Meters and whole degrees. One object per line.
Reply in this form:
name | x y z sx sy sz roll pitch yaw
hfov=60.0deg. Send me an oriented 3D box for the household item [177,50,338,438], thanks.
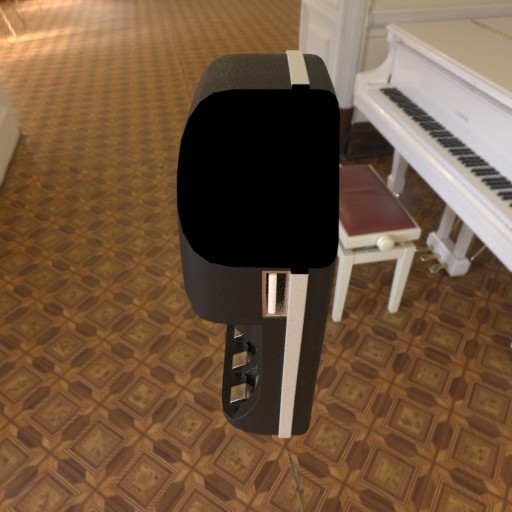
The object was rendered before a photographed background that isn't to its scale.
household item | 0.000 0.000 0.143 0.038 0.114 0.070 0 41 0
